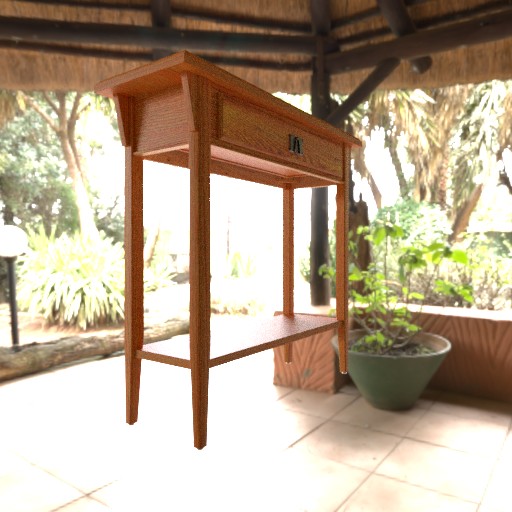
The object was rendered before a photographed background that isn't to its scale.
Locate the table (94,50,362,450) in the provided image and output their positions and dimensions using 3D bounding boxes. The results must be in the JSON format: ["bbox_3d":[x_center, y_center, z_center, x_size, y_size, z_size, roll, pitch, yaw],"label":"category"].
[{"bbox_3d":[0.000,0.000,1.132,0.254,0.711,0.762,1,1,36],"label":"table"}]
